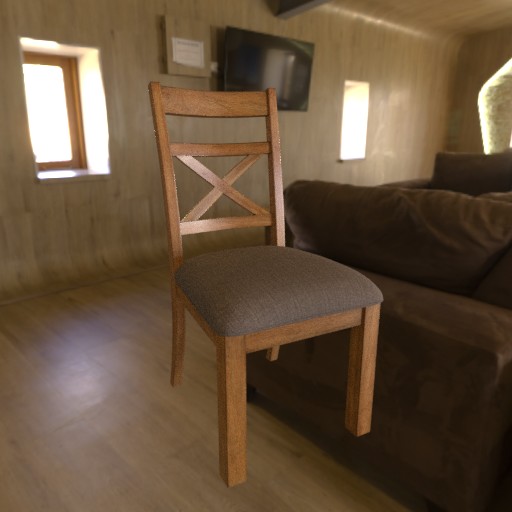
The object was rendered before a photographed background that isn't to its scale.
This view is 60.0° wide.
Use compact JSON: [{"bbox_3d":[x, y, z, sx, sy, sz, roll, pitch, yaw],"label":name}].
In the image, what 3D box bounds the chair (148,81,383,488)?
[{"bbox_3d":[0.000,0.000,1.252,0.470,0.949,0.581,-8,17,-27],"label":"chair"}]
